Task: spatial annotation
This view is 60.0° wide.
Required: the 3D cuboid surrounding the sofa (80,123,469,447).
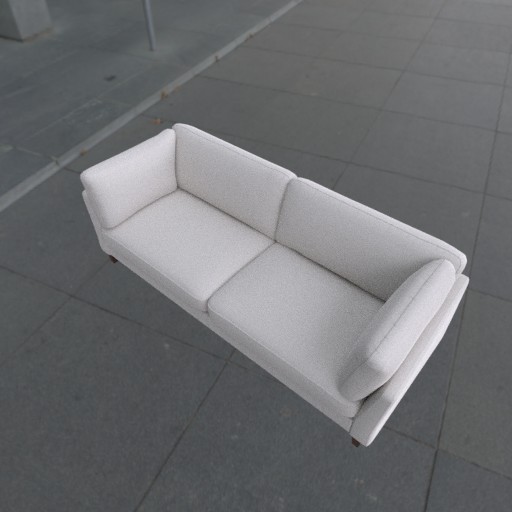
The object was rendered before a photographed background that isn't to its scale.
[{"bbox_3d":[0.000,0.000,2.780,2.301,0.863,0.957,31,52,28],"label":"sofa"}]
